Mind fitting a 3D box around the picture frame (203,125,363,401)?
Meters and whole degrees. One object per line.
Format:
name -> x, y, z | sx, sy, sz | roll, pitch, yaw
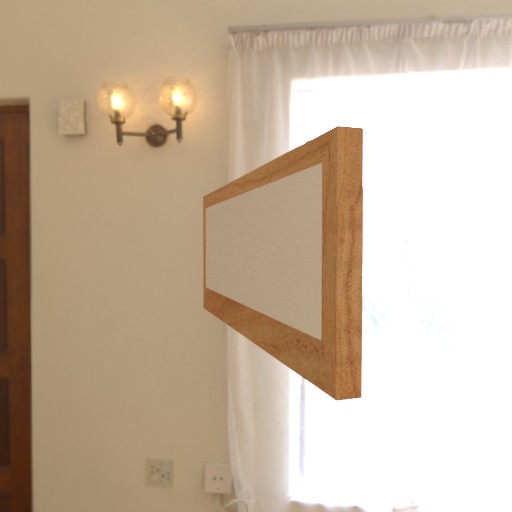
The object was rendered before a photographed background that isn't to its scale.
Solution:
picture frame -> 0.000, 0.000, 0.659 | 0.045, 0.234, 0.582 | 0, 2, -18
